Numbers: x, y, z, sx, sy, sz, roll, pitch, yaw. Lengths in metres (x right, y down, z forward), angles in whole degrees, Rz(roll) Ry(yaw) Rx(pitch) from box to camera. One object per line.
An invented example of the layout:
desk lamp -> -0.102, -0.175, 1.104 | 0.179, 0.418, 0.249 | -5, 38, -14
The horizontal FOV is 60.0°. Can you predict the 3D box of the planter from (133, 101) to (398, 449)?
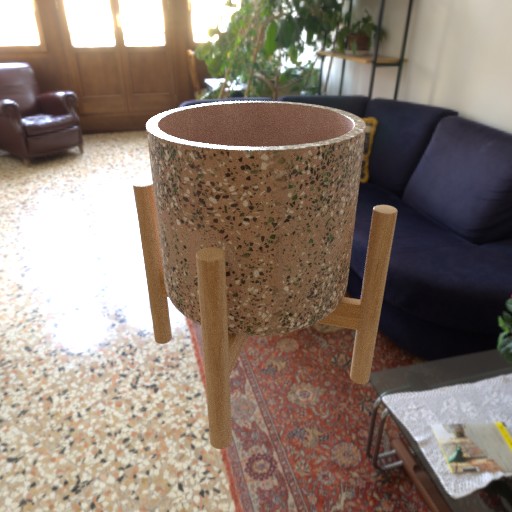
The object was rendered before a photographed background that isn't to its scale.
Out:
planter -> 0.000, 0.000, 0.535 | 0.284, 0.320, 0.284 | 21, 36, 33
